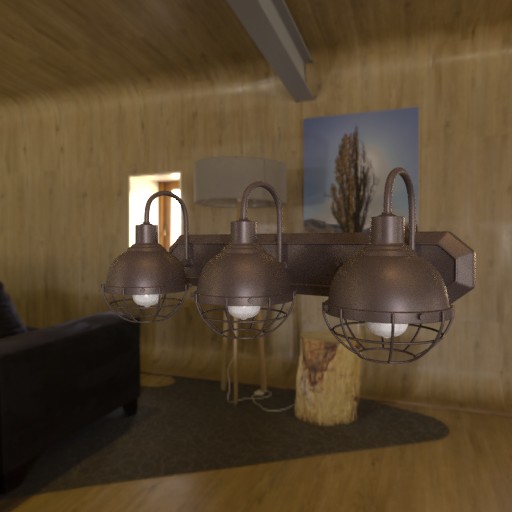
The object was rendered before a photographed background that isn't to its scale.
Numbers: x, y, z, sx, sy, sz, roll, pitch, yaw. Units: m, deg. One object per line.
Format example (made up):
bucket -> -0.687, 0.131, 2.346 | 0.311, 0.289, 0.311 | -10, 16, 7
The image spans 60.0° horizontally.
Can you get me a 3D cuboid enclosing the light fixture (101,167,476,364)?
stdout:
light fixture -> 0.000, 0.000, 0.747 | 0.634, 0.254, 0.229 | 1, 2, 36
